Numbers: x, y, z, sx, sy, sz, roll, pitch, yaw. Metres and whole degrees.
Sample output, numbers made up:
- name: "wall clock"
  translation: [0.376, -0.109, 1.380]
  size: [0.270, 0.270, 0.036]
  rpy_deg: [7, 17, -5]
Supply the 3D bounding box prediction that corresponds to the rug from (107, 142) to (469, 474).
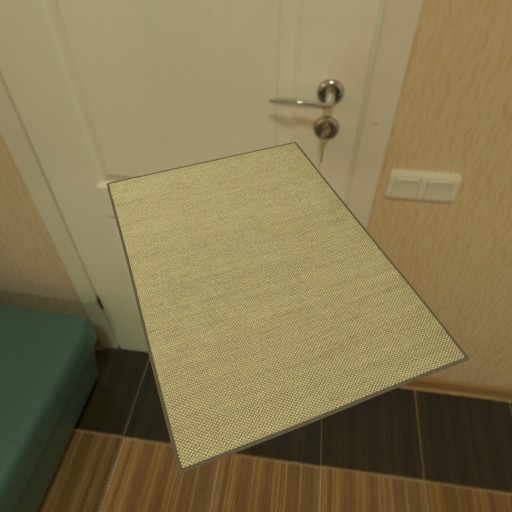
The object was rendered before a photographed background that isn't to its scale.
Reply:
- name: "rug"
  translation: [0.000, 0.000, 2.744]
  size: [1.523, 0.012, 2.133]
  rpy_deg: [-16, 49, -14]
